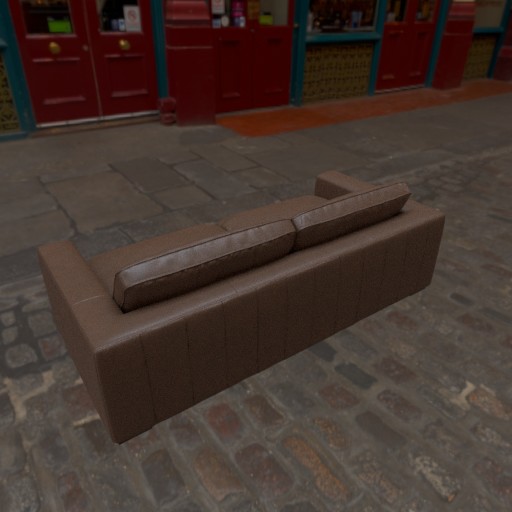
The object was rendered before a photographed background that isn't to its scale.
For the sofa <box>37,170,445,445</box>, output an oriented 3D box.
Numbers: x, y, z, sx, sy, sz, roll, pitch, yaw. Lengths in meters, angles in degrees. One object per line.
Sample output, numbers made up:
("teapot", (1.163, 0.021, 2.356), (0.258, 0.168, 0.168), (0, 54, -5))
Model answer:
("sofa", (0.000, 0.000, 2.713), (2.262, 0.801, 1.070), (-19, 35, -30))
